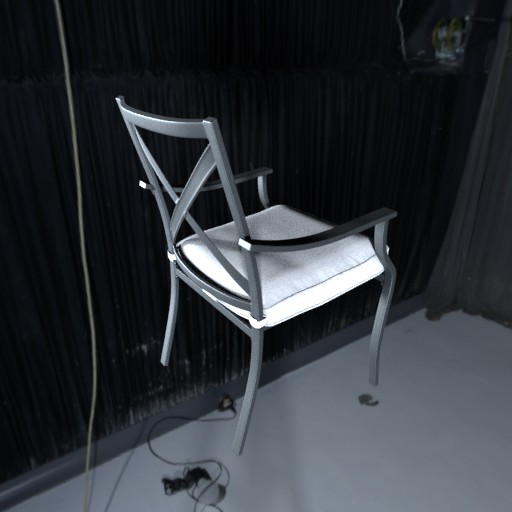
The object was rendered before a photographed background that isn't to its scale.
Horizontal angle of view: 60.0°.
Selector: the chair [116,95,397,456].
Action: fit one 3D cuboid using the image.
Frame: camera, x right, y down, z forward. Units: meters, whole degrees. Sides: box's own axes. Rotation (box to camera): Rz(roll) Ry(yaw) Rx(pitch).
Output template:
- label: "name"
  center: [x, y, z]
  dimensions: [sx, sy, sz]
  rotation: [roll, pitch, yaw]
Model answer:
- label: "chair"
  center: [0.000, 0.000, 1.311]
  dimensions: [0.620, 0.889, 0.575]
  rotation: [-17, 31, -32]
